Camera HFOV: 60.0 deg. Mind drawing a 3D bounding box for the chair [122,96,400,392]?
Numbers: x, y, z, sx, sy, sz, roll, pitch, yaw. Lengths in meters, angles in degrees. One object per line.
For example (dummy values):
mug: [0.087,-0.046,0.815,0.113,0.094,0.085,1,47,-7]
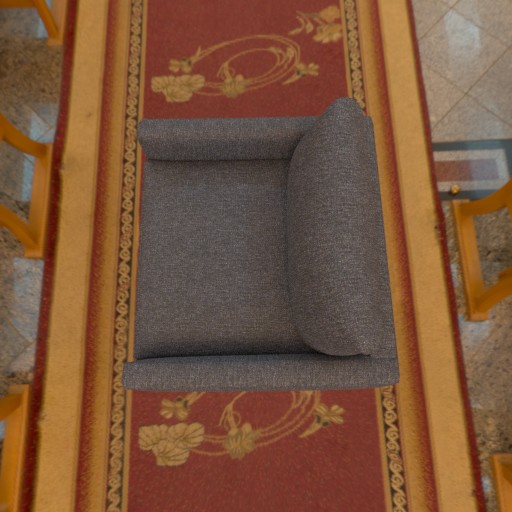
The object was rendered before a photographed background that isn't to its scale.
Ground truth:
chair: [0.000,0.000,1.647,0.866,0.861,0.963,-1,74,0]
